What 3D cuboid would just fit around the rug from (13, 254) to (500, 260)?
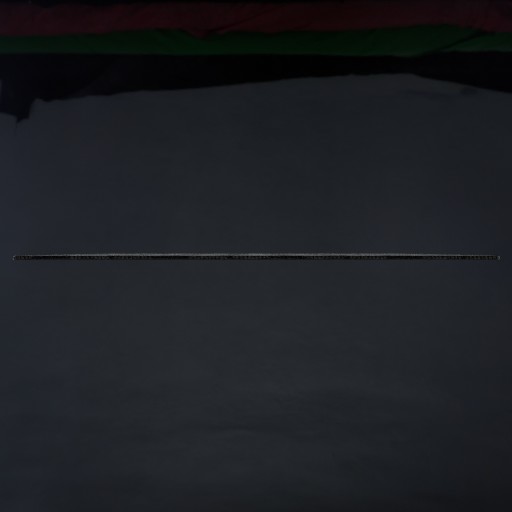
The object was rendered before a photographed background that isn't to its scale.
[{"bbox_3d":[0.000,0.000,2.261,1.833,0.016,1.210,0,1,-1],"label":"rug"}]
